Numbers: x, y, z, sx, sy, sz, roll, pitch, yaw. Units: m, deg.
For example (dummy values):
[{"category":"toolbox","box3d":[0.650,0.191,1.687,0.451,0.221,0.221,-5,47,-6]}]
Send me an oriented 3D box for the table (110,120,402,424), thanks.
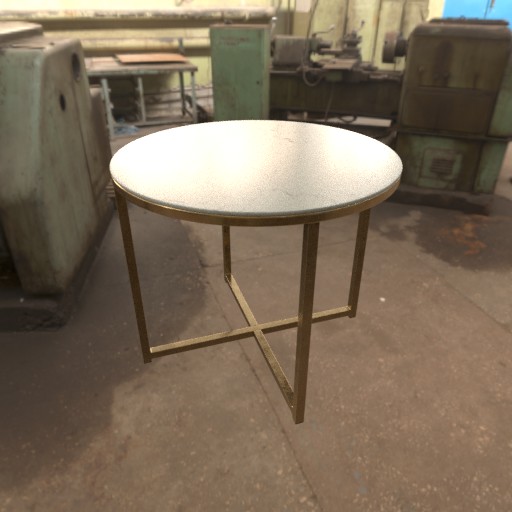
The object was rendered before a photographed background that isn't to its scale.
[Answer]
[{"category":"table","box3d":[0.000,0.000,0.892,0.500,0.420,0.500,0,30,0]}]
